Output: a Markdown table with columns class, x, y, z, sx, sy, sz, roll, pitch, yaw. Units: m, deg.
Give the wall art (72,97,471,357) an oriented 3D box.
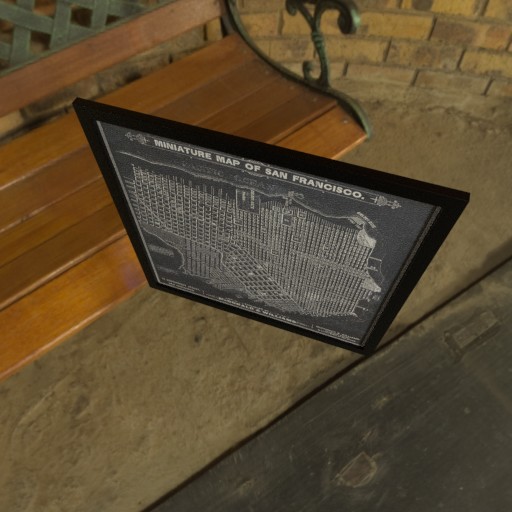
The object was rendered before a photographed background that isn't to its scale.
| class | x | y | z | sx | sy | sz | roll | pitch | yaw |
| --- | --- | --- | --- | --- | --- | --- | --- | --- | --- |
| wall art | 0.000 | 0.000 | 0.680 | 0.457 | 0.458 | 0.012 | 16 | 59 | 10 |
